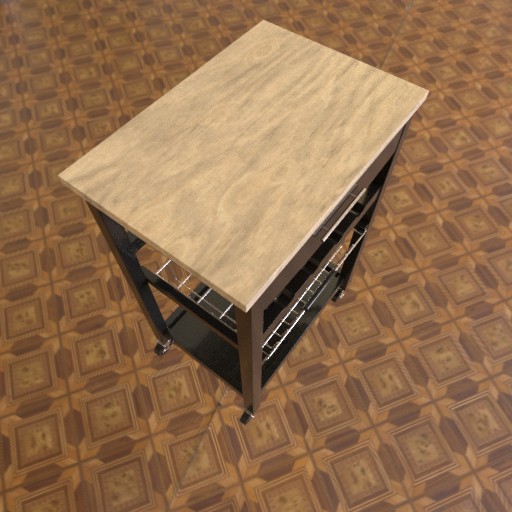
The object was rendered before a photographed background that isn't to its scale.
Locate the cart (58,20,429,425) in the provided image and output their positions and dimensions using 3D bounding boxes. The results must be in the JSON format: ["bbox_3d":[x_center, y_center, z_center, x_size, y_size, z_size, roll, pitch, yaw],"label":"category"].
[{"bbox_3d":[0.000,0.000,1.148,0.403,0.839,0.584,33,64,19],"label":"cart"}]
